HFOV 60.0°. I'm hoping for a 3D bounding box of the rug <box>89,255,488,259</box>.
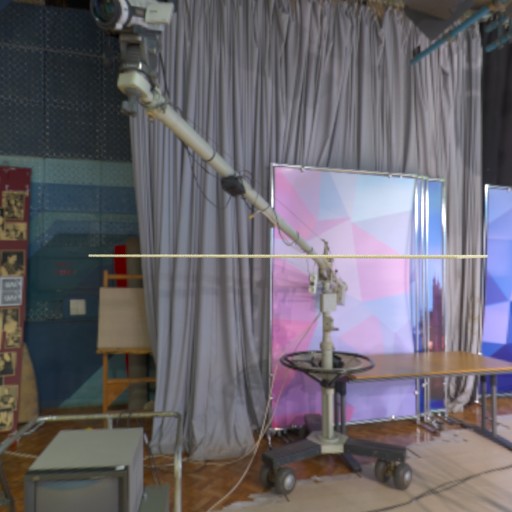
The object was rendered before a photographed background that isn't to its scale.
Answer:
[{"bbox_3d":[0.000,0.000,2.556,2.297,0.013,0.661,0,0,36],"label":"rug"}]
